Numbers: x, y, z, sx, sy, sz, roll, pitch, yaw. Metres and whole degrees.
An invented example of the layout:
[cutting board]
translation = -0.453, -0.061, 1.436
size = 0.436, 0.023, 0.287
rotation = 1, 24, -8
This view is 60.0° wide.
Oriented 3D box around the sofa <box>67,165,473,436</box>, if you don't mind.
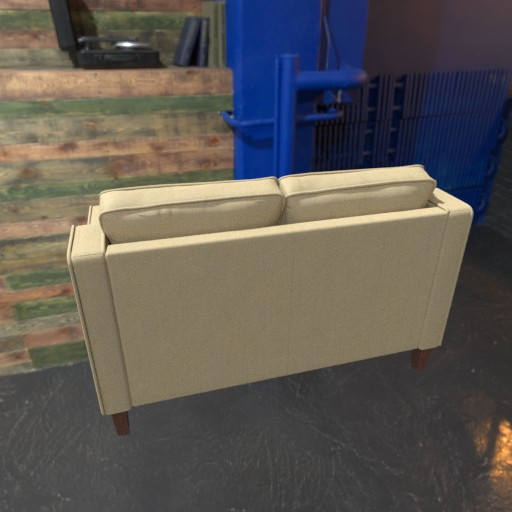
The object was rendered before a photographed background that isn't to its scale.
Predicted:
[sofa]
translation = 0.000, 0.000, 2.119
size = 1.501, 0.971, 0.987
rotation = -8, 28, -14
